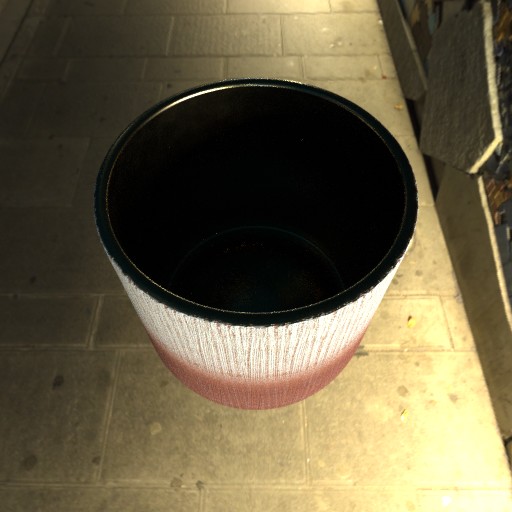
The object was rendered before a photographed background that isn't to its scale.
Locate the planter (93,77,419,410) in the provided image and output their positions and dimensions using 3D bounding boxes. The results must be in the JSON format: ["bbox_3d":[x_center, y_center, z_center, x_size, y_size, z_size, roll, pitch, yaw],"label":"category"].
[{"bbox_3d":[0.000,0.000,0.383,0.221,0.201,0.221,0,58,0],"label":"planter"}]
